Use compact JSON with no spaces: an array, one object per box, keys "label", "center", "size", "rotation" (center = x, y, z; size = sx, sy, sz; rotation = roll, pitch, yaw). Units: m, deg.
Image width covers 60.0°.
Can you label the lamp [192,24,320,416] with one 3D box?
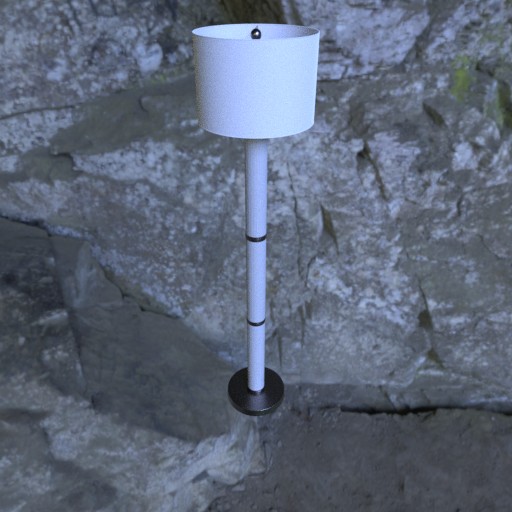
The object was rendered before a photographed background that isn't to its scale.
[{"label":"lamp","center":[0.000,0.000,1.741],"size":[0.377,1.599,0.377],"rotation":[1,33,1]}]
